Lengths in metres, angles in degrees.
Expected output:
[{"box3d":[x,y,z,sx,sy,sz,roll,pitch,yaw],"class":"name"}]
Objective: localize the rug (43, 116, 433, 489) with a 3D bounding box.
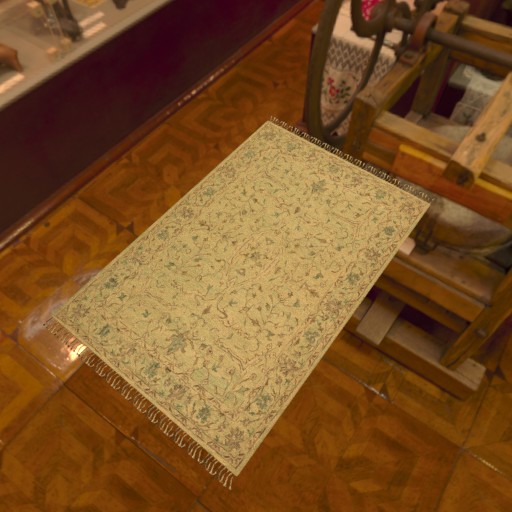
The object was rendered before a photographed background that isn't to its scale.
[{"box3d":[0.000,0.000,3.044,1.544,0.010,2.435,33,63,19],"class":"rug"}]
